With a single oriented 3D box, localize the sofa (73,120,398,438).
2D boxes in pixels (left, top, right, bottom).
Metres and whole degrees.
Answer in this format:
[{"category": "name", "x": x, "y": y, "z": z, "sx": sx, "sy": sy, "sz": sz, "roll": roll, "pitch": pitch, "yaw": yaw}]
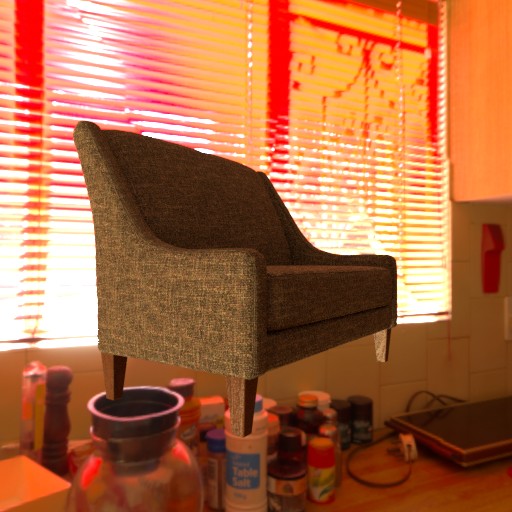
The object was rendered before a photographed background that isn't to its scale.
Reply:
[{"category": "sofa", "x": 0.000, "y": 0.000, "z": 1.919, "sx": 0.870, "sy": 1.021, "sz": 1.242, "roll": -1, "pitch": -1, "yaw": 36}]
